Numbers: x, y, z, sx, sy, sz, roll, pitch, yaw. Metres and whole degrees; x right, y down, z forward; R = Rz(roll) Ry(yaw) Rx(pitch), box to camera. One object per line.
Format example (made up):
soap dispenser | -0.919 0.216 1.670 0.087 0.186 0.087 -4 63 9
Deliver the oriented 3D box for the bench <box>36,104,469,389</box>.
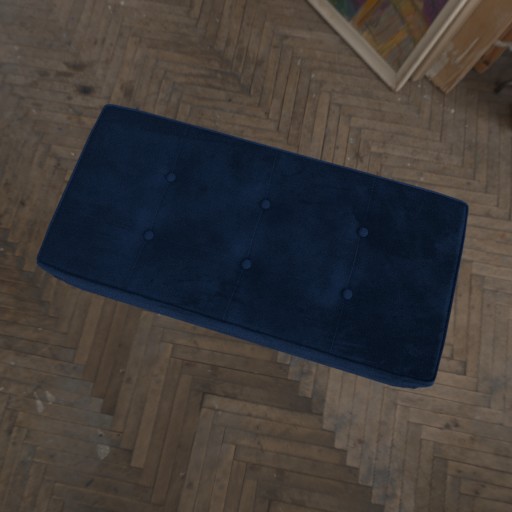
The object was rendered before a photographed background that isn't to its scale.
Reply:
bench | 0.000 0.000 1.310 1.010 0.467 0.489 16 76 4
